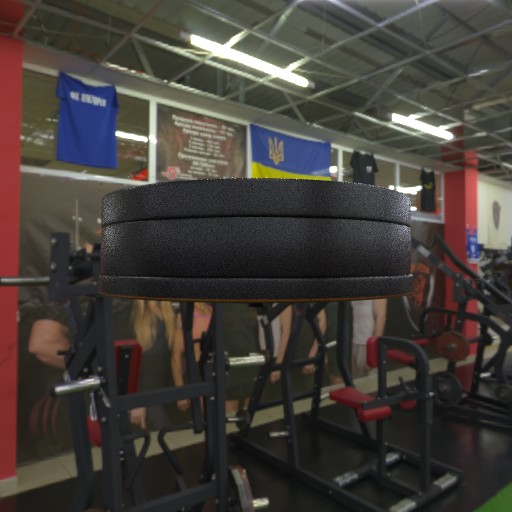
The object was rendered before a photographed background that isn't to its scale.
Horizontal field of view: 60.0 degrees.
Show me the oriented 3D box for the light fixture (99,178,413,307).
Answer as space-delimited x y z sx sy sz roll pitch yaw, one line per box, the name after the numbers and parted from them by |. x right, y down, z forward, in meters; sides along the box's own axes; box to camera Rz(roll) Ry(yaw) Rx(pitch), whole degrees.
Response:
0.000 0.000 0.424 0.283 0.097 0.283 0 -1 0 | light fixture
